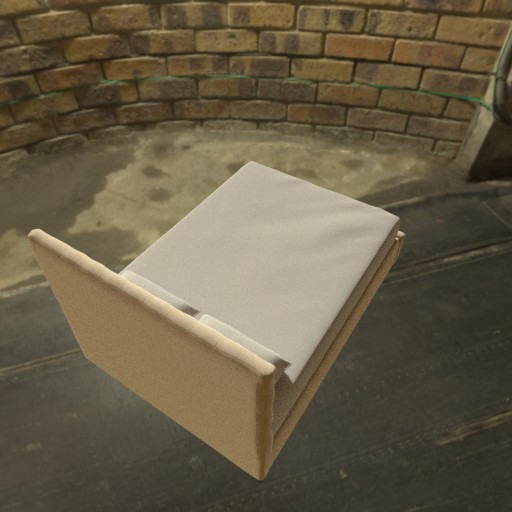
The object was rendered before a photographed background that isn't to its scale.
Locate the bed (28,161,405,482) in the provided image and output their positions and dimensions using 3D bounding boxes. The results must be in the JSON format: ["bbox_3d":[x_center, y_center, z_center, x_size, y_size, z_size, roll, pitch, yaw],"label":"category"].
[{"bbox_3d":[0.000,0.000,3.440,1.698,1.427,2.387,26,51,23],"label":"bed"}]
